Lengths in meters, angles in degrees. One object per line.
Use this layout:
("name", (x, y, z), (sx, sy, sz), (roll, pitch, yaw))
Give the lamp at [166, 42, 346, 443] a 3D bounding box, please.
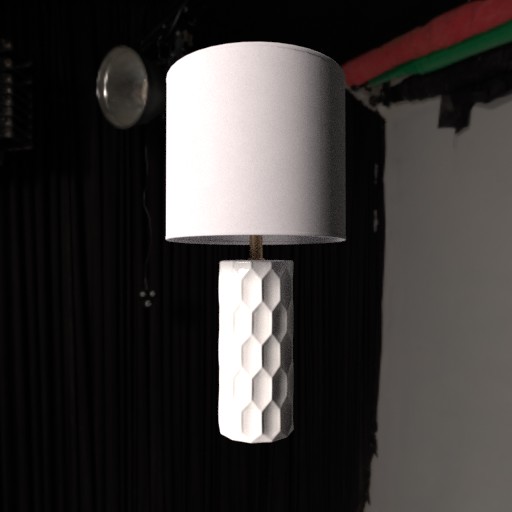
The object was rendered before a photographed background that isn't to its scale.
("lamp", (0.000, 0.000, 0.693), (0.277, 0.537, 0.277), (1, -1, -38))
